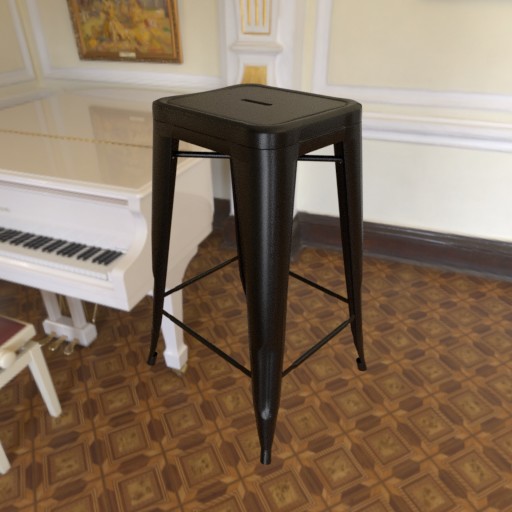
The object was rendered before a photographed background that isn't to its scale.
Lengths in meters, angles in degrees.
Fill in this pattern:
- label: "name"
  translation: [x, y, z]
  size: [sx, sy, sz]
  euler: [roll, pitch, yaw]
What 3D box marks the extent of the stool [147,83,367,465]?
- label: "stool"
  translation: [0.000, 0.000, 0.903]
  size: [0.455, 0.609, 0.423]
  euler: [18, 35, 28]
